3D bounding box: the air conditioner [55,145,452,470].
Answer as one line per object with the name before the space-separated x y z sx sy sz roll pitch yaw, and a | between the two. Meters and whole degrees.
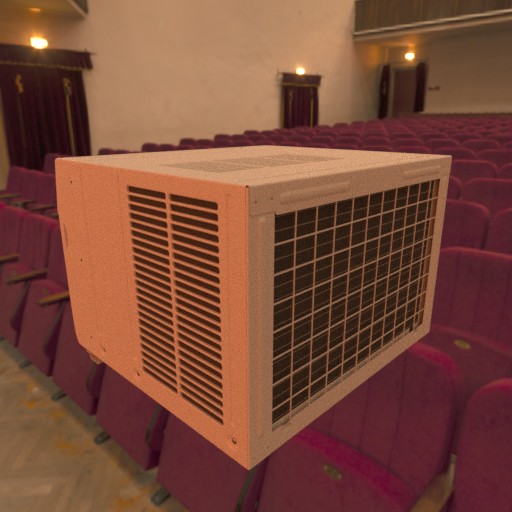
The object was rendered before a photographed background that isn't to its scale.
air conditioner | 0.000 0.000 1.032 0.599 0.455 0.645 16 23 42
